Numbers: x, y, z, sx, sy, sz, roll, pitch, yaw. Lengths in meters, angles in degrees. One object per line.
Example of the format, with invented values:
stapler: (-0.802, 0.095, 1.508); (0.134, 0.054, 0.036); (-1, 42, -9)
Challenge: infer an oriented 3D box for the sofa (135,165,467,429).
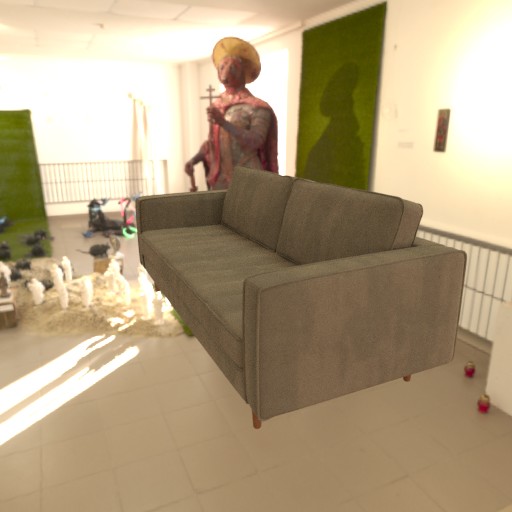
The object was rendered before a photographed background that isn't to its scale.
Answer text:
sofa: (0.000, 0.000, 2.378); (0.924, 0.825, 1.920); (-8, 18, -24)
